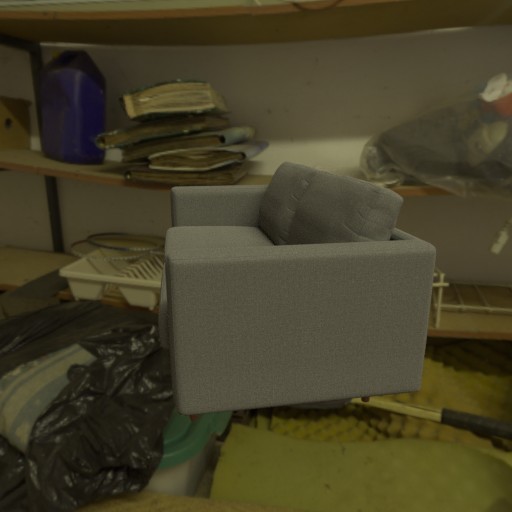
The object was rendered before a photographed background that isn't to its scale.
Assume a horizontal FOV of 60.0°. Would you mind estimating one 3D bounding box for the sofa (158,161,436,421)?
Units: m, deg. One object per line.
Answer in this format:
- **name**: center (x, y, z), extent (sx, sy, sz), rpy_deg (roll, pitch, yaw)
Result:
- **sofa**: center (0.000, 0.000, 2.259), extent (0.940, 0.866, 1.713), rpy_deg (-3, 16, -10)
